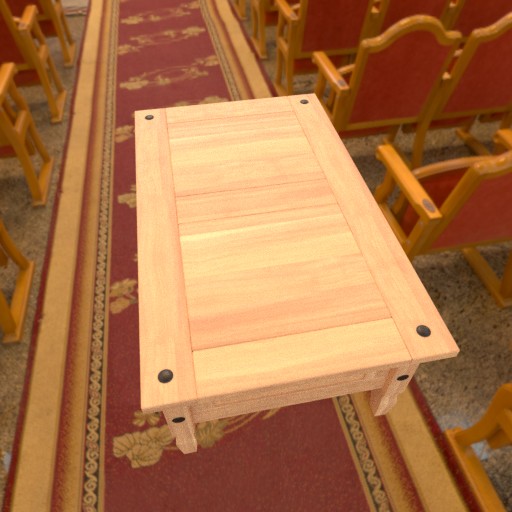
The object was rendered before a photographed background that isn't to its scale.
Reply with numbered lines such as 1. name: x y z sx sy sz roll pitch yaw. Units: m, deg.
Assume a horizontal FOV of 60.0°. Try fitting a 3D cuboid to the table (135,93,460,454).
1. table: 0.000 0.000 1.293 0.600 0.437 1.000 -8 49 -7
